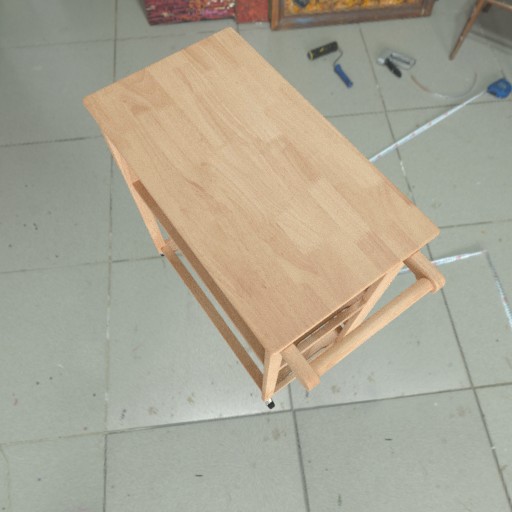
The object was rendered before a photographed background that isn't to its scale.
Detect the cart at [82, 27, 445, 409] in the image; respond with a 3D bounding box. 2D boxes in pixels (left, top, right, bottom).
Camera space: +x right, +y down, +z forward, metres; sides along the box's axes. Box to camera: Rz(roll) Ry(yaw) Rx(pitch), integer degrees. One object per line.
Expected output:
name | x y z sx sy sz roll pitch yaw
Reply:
cart | 0.000 0.000 1.356 0.432 0.879 0.853 -33 69 -15
